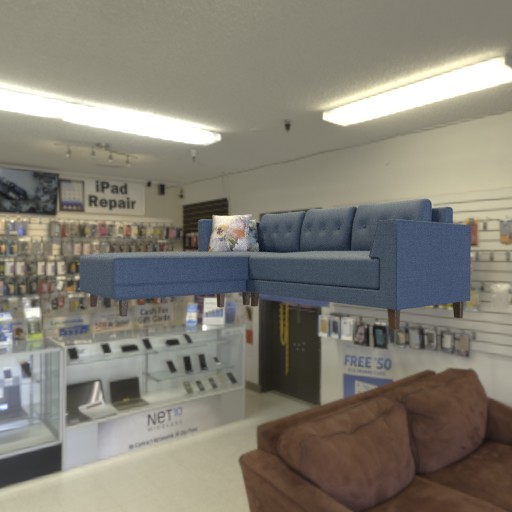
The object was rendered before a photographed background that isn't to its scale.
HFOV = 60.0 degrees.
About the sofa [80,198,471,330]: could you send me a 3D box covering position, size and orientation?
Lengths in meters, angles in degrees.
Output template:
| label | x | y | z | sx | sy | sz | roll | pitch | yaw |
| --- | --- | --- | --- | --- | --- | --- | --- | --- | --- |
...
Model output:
| label | x | y | z | sx | sy | sz | roll | pitch | yaw |
| --- | --- | --- | --- | --- | --- | --- | --- | --- | --- |
| sofa | 0.000 | 0.000 | 3.116 | 1.829 | 0.787 | 2.120 | 0 | 1 | -37 |
